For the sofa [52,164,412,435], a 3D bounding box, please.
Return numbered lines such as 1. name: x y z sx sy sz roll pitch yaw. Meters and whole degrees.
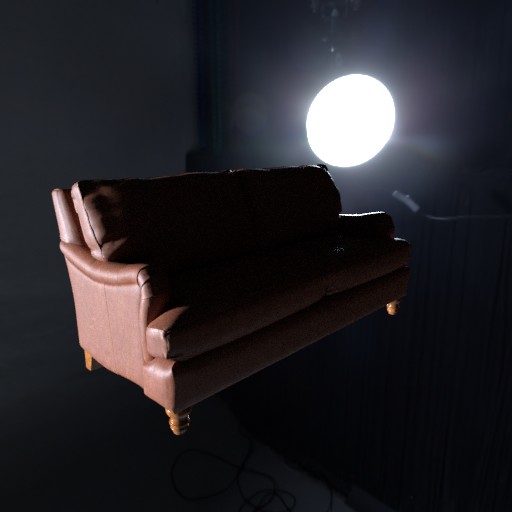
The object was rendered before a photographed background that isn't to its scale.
1. sofa: 0.000 0.000 2.827 1.147 1.071 2.144 14 20 43
